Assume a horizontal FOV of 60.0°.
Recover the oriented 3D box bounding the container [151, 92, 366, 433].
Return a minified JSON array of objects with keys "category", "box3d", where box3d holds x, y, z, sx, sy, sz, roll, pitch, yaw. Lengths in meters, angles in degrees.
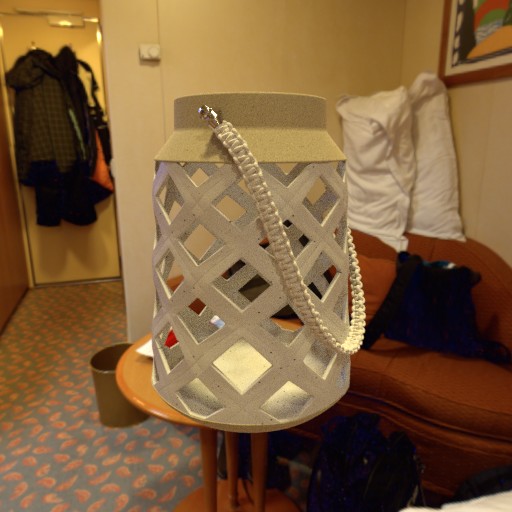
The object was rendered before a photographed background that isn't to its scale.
[{"category":"container","box3d":[0.000,0.000,0.397,0.198,0.264,0.188,7,16,26]}]
